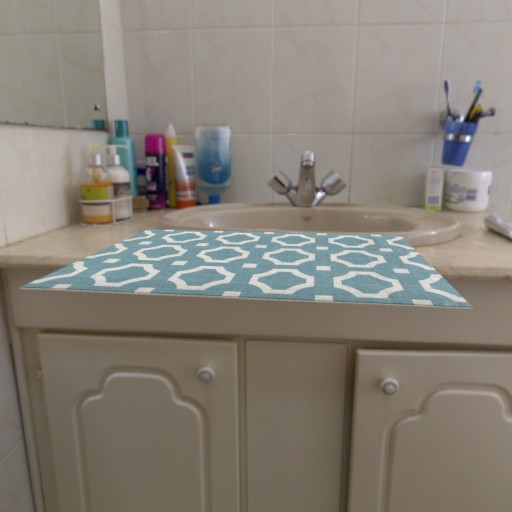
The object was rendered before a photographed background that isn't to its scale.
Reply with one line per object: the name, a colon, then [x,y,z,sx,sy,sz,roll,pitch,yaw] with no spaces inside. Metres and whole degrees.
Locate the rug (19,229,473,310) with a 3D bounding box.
rug: [0.000,0.000,4.123,3.049,0.021,2.466,2,13,8]
